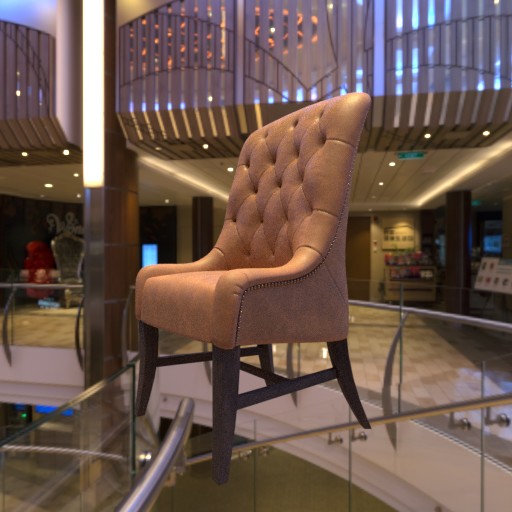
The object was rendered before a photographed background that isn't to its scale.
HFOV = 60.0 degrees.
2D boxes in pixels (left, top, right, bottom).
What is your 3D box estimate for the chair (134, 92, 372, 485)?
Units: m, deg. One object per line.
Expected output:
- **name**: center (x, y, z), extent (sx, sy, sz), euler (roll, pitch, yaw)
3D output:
- **chair**: center (0.000, 0.000, 1.467), extent (0.629, 1.091, 0.634), euler (0, 0, -35)
